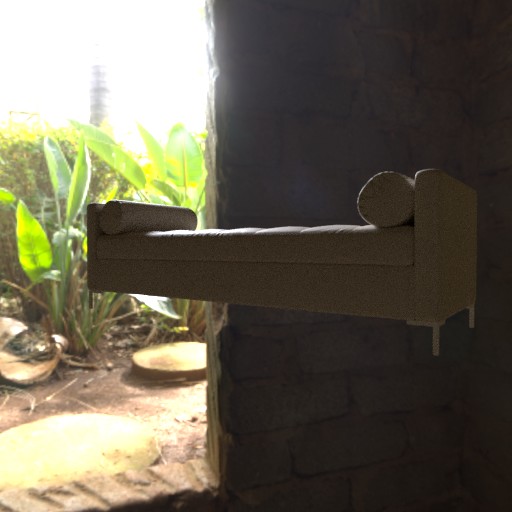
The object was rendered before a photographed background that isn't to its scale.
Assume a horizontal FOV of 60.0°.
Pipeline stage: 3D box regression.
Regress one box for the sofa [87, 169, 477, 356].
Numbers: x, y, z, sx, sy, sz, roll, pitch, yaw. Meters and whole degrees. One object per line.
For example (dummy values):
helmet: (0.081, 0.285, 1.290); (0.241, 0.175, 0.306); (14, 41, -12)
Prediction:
sofa: (0.000, 0.000, 2.310); (1.981, 0.635, 0.686); (1, 1, 36)
